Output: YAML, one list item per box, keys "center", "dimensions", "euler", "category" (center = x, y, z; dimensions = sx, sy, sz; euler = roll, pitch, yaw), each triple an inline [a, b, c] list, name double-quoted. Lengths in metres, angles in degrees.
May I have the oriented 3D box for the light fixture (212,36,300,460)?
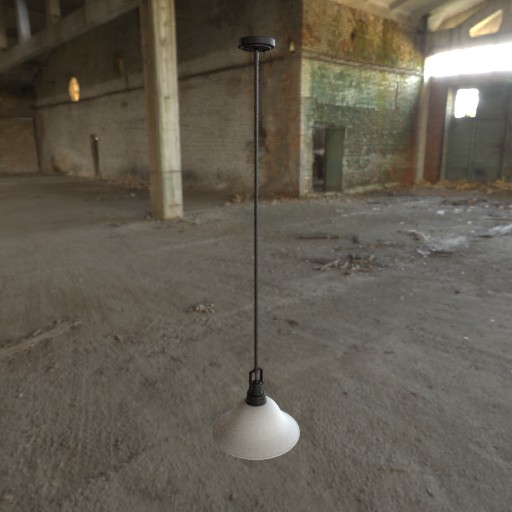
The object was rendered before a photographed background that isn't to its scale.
- center: [0.000, 0.000, 1.494]
  dimensions: [0.324, 1.337, 0.324]
  euler: [-12, 18, -41]
  category: "light fixture"
